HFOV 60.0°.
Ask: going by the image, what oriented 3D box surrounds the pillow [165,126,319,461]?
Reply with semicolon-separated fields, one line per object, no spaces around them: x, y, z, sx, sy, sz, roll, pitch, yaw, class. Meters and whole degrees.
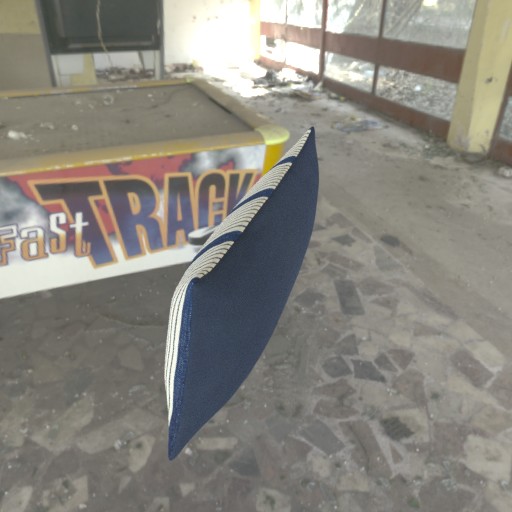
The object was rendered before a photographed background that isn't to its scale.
0.000;0.000;0.748;0.156;0.292;0.608;9;32;15;pillow
